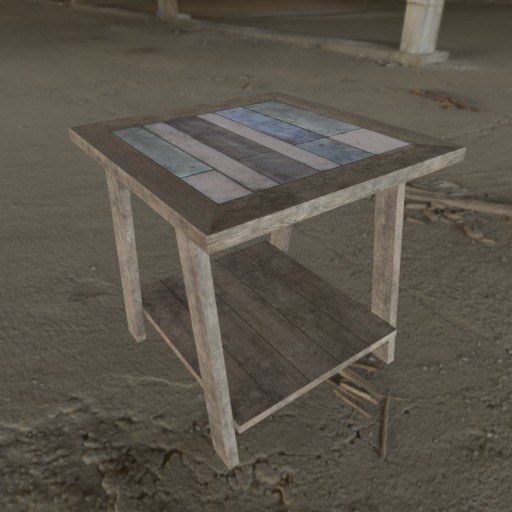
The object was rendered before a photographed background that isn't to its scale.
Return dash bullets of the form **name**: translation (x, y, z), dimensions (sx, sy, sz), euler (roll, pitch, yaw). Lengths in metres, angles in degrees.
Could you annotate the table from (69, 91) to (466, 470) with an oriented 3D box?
- **table**: translation (0.000, 0.000, 1.115), dimensions (0.610, 0.610, 0.610), euler (-22, 39, -30)
